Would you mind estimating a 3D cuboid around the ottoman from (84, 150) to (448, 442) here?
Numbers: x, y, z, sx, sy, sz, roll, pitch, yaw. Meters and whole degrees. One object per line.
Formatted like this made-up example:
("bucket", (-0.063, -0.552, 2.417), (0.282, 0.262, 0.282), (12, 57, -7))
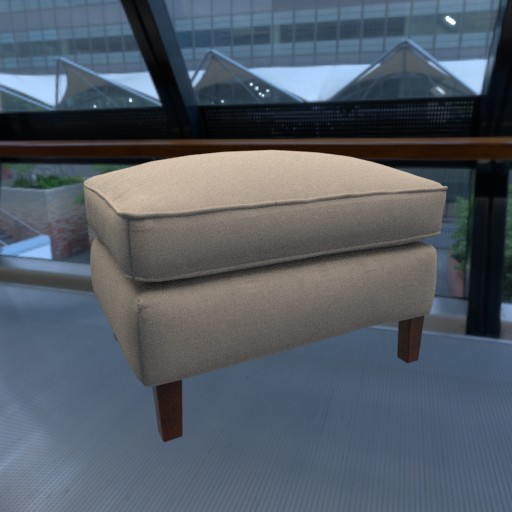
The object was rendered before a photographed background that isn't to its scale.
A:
("ottoman", (0.000, 0.000, 0.990), (0.665, 0.456, 0.501), (-8, 18, -26))
